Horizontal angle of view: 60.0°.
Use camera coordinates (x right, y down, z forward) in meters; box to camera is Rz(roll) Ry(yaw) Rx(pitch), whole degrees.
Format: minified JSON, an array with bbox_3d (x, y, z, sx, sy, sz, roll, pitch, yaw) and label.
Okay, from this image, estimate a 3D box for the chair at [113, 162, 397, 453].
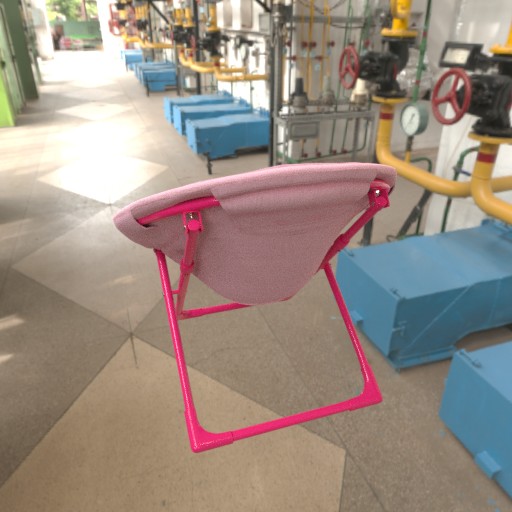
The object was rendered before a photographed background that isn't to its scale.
[{"bbox_3d":[0.000,0.000,0.892,0.522,0.494,0.459,-9,29,-16],"label":"chair"}]
